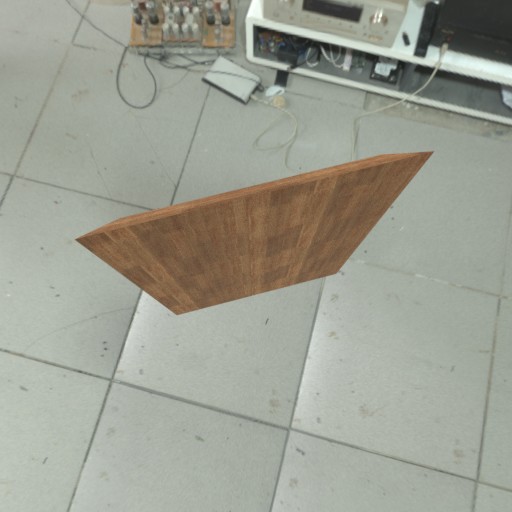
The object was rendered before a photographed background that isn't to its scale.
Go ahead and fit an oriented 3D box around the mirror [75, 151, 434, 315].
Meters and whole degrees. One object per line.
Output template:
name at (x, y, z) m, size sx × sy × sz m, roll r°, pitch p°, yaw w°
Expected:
mirror at (0.000, 0.000, 1.268) m, size 0.651 × 1.010 × 0.047 m, roll -14°, pitch 76°, yaw -4°
